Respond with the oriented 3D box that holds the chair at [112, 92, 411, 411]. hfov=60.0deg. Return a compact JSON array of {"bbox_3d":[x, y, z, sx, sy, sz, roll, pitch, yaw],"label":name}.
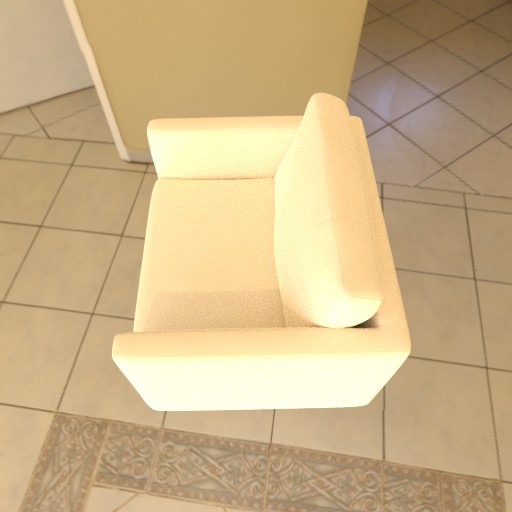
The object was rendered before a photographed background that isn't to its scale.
[{"bbox_3d":[0.000,0.000,1.706,0.878,0.885,1.019,-1,58,-1],"label":"chair"}]
